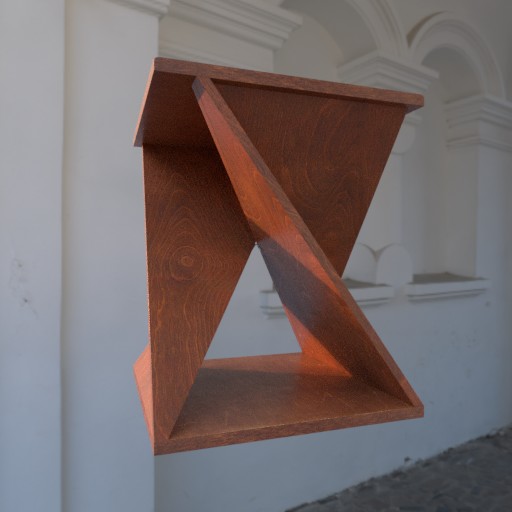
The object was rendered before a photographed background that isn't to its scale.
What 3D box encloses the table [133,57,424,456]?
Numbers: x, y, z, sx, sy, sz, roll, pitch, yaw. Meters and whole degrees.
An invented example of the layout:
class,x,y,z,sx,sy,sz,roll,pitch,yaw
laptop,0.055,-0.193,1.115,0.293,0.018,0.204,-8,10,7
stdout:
class,x,y,z,sx,sy,sz,roll,pitch,yaw
table,0.000,0.000,0.847,0.427,0.520,0.427,0,0,-19
